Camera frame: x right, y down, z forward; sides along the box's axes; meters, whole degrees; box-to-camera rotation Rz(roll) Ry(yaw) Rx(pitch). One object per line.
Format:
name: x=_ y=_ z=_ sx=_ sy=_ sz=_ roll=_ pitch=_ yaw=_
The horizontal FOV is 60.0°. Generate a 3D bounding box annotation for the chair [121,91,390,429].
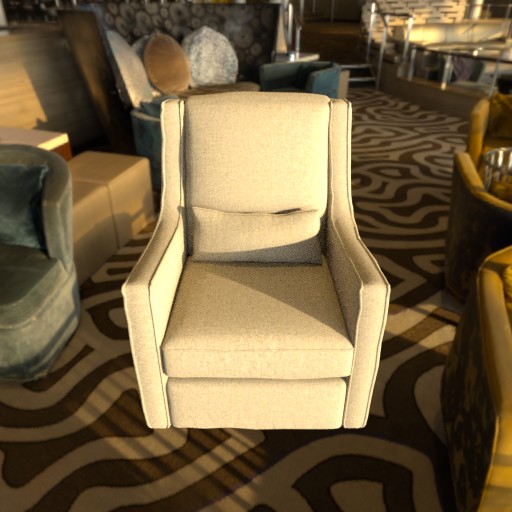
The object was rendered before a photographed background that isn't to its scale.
chair: x=0.000 y=0.000 z=1.594 sx=0.732 sy=0.993 sz=0.879 roll=0 pitch=31 yaw=0
